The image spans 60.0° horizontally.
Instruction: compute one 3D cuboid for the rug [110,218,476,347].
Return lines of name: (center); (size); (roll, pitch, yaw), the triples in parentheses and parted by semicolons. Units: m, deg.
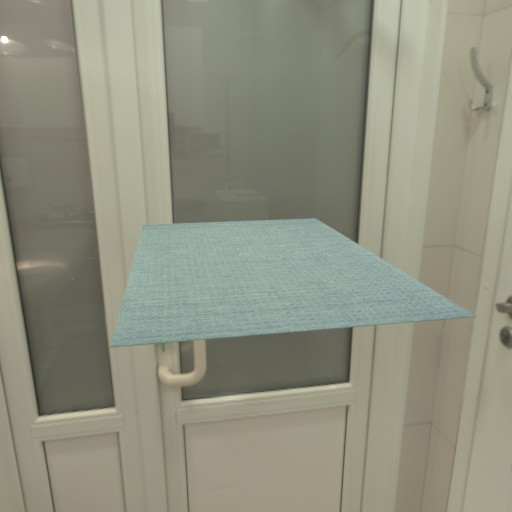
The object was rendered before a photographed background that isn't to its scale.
rug: (0.000, 0.000, 3.691); (1.982, 0.006, 2.895); (-3, 16, -10)
